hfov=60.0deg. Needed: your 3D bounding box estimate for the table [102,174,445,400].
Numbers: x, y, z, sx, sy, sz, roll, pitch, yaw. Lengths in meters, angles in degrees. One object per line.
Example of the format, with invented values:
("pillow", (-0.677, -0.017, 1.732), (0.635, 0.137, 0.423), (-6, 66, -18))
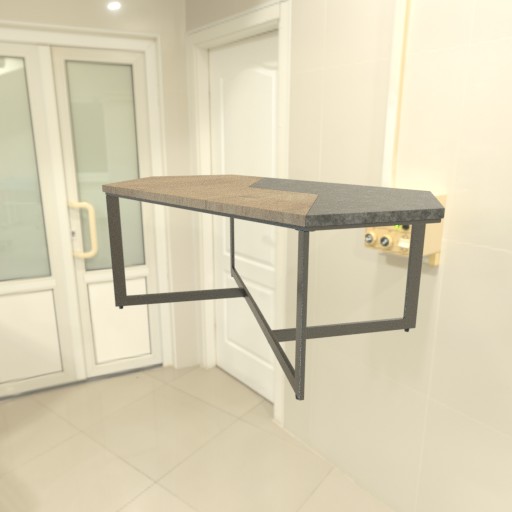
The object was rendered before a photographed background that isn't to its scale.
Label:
("table", (0.000, 0.000, 1.492), (1.219, 0.457, 0.609), (14, 21, 42))
